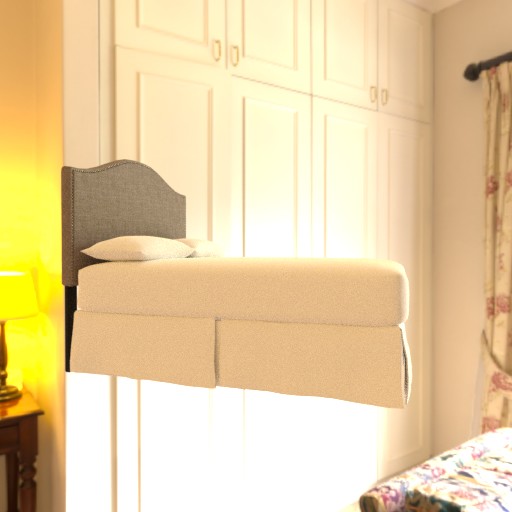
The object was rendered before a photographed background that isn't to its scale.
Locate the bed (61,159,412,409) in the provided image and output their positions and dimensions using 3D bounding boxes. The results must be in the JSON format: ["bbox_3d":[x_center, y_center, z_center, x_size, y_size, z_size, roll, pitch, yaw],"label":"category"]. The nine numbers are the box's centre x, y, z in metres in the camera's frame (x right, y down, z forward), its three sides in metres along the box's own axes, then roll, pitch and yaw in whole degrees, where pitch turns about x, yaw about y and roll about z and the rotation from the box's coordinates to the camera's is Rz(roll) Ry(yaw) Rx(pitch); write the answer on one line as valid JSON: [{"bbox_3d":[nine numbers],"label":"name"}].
[{"bbox_3d":[0.000,0.000,3.271,2.153,1.518,1.713,0,1,18],"label":"bed"}]
